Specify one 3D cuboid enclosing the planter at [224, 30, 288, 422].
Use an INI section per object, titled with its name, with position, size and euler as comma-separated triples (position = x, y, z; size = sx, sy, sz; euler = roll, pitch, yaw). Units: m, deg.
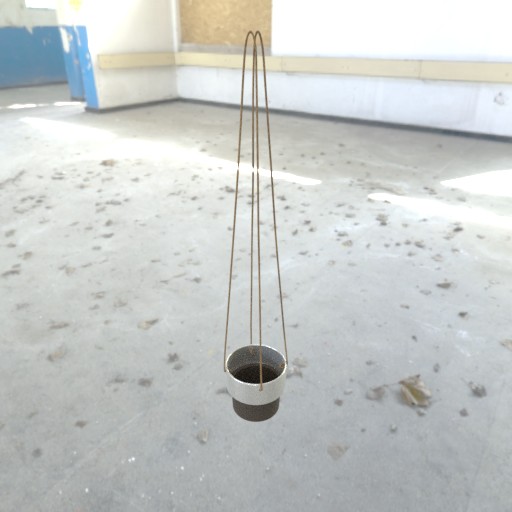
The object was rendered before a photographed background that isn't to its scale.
[planter]
position = 0.000, 0.000, 1.183
size = 0.187, 1.073, 0.187
euler = 19, 33, 32
